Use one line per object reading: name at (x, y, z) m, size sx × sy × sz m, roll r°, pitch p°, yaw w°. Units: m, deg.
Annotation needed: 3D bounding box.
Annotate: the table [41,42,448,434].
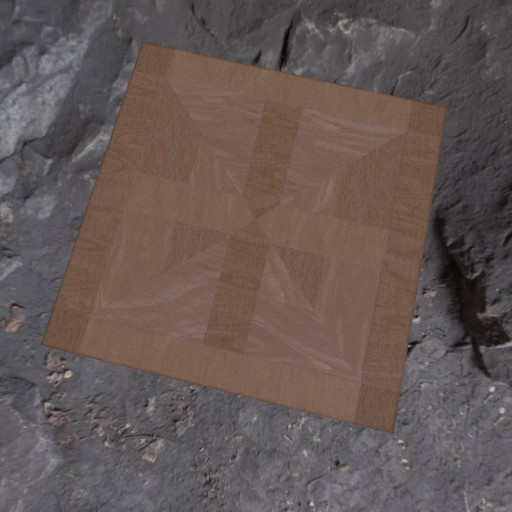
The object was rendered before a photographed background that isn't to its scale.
table at (0.000, 0.000, 1.117) m, size 0.612 × 0.638 × 0.610 m, roll 13°, pitch 78°, yaw 3°
